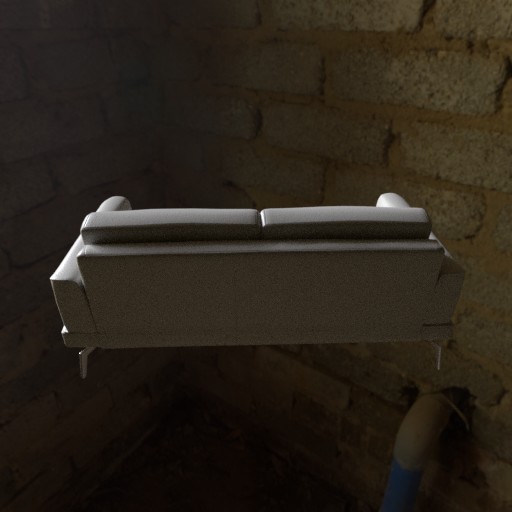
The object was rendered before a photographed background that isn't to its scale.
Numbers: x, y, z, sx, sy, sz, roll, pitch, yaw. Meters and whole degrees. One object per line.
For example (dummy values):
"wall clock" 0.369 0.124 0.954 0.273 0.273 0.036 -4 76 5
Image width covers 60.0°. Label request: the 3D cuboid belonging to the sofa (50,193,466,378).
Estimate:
"sofa" 0.000 0.000 2.764 2.177 0.930 1.121 -1 30 -2
